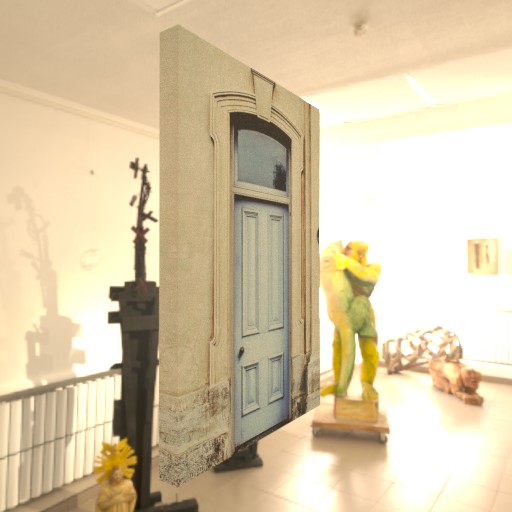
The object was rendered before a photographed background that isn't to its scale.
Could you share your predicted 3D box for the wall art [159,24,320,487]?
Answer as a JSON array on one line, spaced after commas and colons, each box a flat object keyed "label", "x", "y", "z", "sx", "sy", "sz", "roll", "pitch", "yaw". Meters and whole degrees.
[{"label": "wall art", "x": 0.000, "y": 0.000, "z": 0.755, "sx": 0.036, "sy": 0.607, "sz": 0.403, "roll": 0, "pitch": -1, "yaw": 35}]
